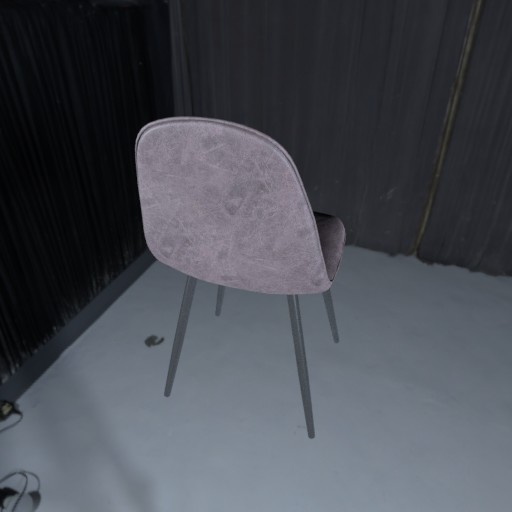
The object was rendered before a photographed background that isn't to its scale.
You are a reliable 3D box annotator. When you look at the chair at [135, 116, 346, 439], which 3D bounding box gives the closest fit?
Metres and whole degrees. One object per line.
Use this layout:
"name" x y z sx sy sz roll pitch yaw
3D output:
"chair" 0.000 0.000 1.212 0.472 0.889 0.561 10 34 16
